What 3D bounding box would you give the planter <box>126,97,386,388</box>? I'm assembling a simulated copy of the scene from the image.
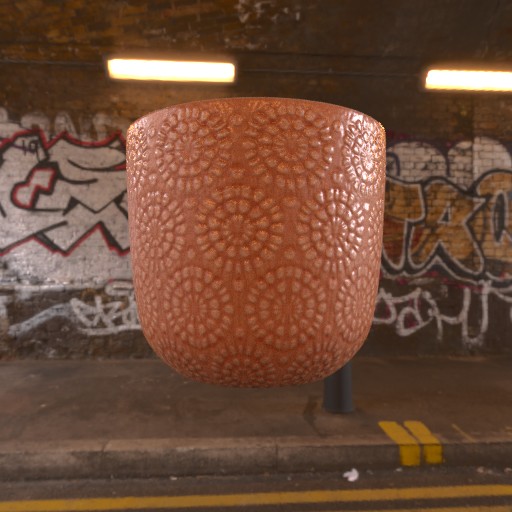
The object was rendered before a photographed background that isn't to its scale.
[{"bbox_3d":[0.000,0.000,0.369,0.208,0.190,0.208,0,-1,0],"label":"planter"}]
